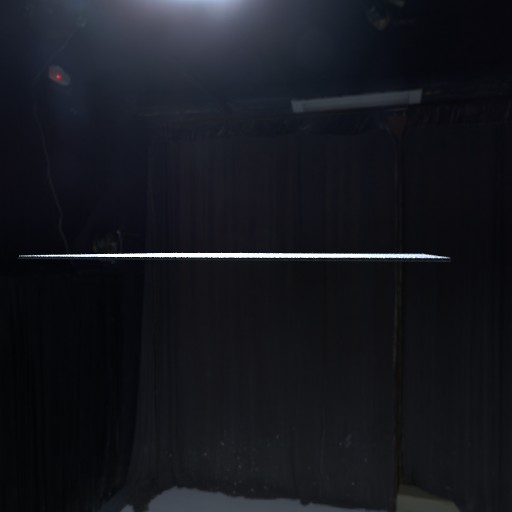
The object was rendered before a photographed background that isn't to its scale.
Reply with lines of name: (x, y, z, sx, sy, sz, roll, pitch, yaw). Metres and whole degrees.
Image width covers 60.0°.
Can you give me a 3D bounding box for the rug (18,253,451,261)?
rug: (0.000, 0.000, 4.083, 3.042, 0.021, 2.456, 0, 1, 17)
